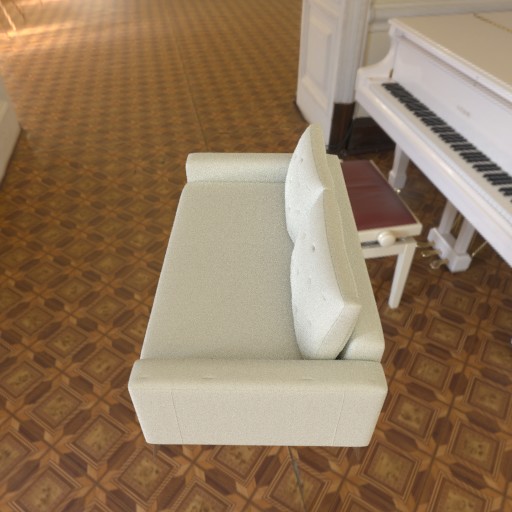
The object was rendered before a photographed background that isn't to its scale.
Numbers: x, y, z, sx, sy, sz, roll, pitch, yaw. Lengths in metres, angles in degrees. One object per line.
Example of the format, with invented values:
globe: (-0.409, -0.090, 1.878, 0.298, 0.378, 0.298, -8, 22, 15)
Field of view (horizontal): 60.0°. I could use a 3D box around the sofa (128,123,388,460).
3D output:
sofa: (0.000, 0.000, 2.179, 0.920, 0.790, 1.650, 1, 41, 1)
